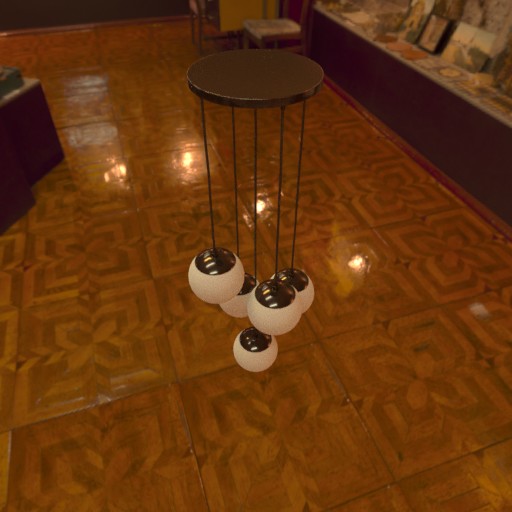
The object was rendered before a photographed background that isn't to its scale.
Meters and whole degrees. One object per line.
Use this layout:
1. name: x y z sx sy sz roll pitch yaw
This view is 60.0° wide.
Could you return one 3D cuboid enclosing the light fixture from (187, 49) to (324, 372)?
1. light fixture: 0.000 0.000 1.551 0.489 1.271 0.484 -11 44 -12
